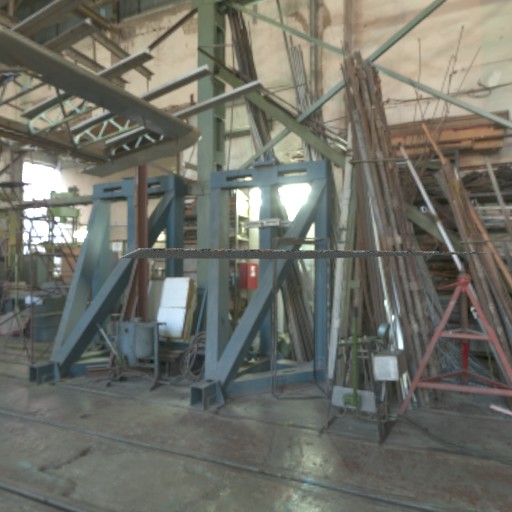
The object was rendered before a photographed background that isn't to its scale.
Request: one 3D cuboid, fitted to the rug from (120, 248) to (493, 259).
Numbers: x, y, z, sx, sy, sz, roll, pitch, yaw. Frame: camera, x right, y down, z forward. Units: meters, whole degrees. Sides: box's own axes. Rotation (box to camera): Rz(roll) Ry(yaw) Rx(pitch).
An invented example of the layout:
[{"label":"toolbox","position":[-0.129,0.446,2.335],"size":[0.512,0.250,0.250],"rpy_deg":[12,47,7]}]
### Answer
[{"label":"rug","position":[0.000,0.000,4.188],"size":[2.379,0.011,3.221],"rpy_deg":[0,-1,-19]}]
